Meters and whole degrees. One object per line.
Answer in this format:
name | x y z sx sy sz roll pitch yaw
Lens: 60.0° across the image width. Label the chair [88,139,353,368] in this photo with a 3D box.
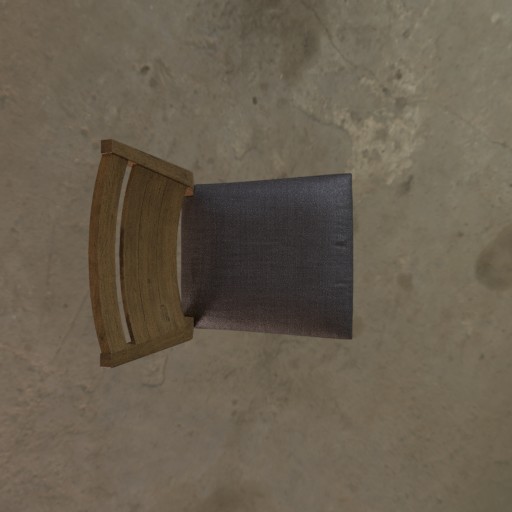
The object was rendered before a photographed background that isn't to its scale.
chair | 0.000 0.000 1.281 0.610 0.939 0.501 0 89 1
